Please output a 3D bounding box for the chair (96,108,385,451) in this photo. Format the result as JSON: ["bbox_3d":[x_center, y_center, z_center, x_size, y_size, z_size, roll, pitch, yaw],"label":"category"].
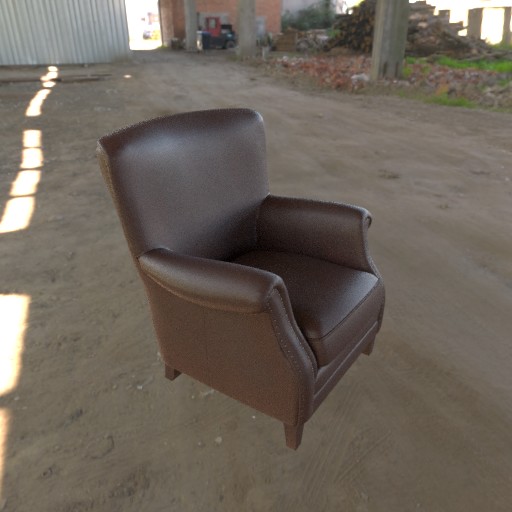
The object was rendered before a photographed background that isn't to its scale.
[{"bbox_3d":[0.000,0.000,1.402,0.746,0.800,0.700,18,32,32],"label":"chair"}]
